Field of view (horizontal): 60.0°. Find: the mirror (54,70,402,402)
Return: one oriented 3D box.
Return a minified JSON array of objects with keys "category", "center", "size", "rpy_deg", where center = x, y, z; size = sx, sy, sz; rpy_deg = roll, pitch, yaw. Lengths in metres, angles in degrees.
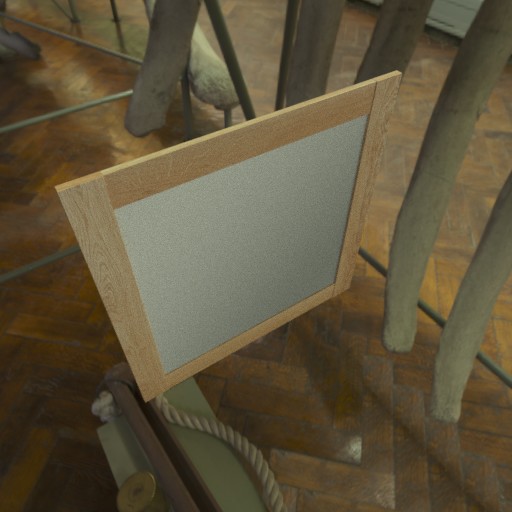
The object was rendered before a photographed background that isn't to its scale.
[{"category":"mirror","center":[0.000,0.000,1.183],"size":[0.800,0.800,0.020],"rpy_deg":[-25,52,-22]}]
